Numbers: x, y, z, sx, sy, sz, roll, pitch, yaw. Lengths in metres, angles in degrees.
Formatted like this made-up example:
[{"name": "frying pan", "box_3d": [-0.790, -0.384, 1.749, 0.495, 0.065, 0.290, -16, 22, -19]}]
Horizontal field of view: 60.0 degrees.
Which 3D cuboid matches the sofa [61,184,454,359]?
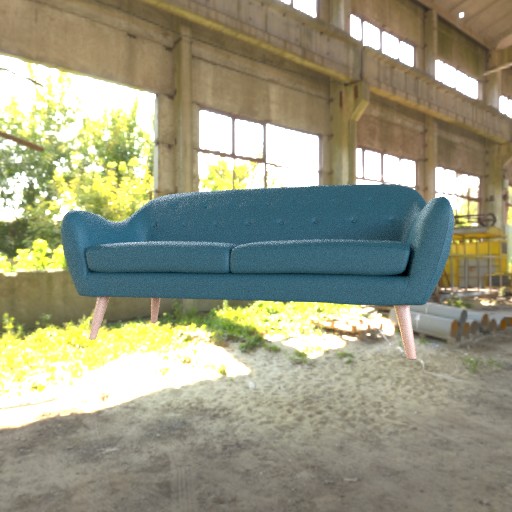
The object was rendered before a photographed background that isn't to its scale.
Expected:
[{"name": "sofa", "box_3d": [0.000, 0.000, 2.325, 1.840, 0.836, 0.820, 0, 0, 17]}]
